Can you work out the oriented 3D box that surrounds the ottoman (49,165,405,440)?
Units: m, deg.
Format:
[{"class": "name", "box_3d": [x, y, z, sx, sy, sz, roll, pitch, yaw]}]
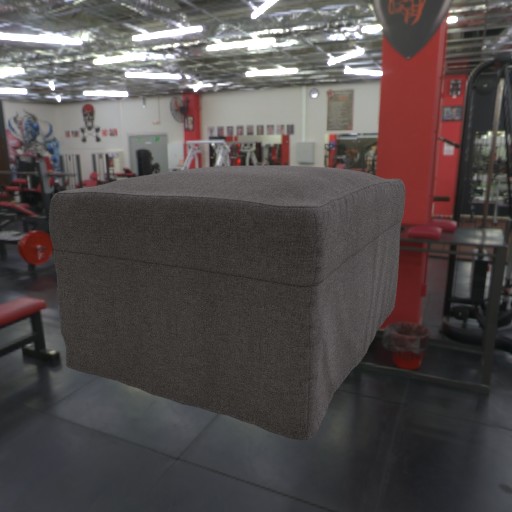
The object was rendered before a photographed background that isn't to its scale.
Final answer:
[{"class": "ottoman", "box_3d": [0.000, 0.000, 1.235, 0.652, 0.492, 0.833, 7, 15, 27]}]
